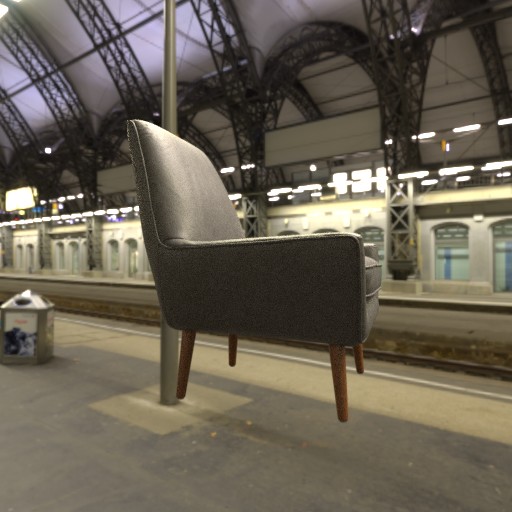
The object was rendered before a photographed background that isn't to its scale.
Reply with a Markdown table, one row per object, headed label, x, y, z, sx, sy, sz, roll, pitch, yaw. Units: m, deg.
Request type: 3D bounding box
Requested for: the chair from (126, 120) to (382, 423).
| label | x | y | z | sx | sy | sz | roll | pitch | yaw |
| --- | --- | --- | --- | --- | --- | --- | --- | --- | --- |
| chair | 0.000 | 0.000 | 1.533 | 0.822 | 0.888 | 0.787 | 0 | -1 | 18 |
